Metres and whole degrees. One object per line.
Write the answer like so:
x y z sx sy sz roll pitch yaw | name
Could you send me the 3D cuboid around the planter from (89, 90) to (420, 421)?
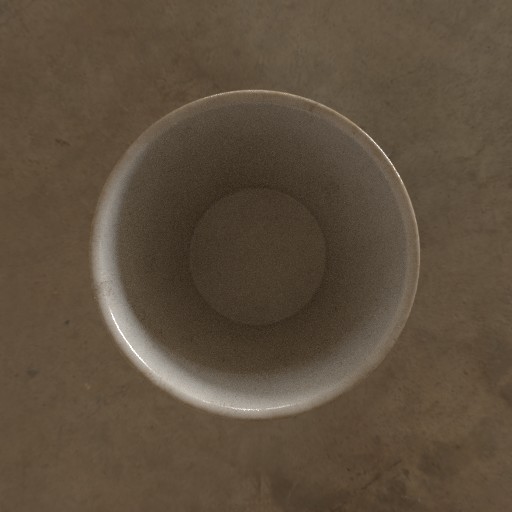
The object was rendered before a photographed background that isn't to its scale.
0.000 0.000 0.338 0.192 0.165 0.192 0 90 1 | planter
